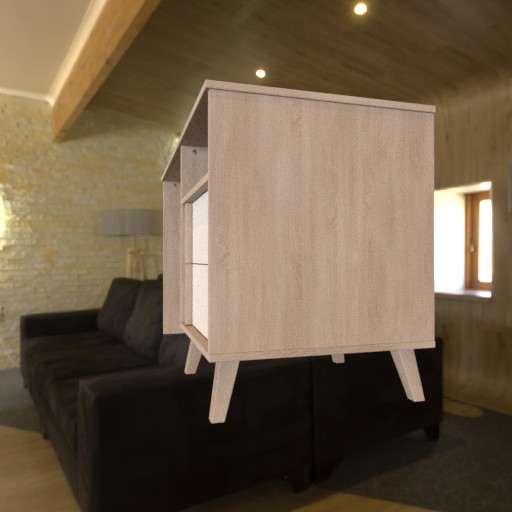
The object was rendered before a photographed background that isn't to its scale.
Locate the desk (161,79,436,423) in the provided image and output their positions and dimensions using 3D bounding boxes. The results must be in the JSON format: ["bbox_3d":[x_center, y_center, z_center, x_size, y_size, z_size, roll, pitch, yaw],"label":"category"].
[{"bbox_3d":[0.000,0.000,1.657,0.600,0.770,1.251,0,0,-16],"label":"desk"}]
